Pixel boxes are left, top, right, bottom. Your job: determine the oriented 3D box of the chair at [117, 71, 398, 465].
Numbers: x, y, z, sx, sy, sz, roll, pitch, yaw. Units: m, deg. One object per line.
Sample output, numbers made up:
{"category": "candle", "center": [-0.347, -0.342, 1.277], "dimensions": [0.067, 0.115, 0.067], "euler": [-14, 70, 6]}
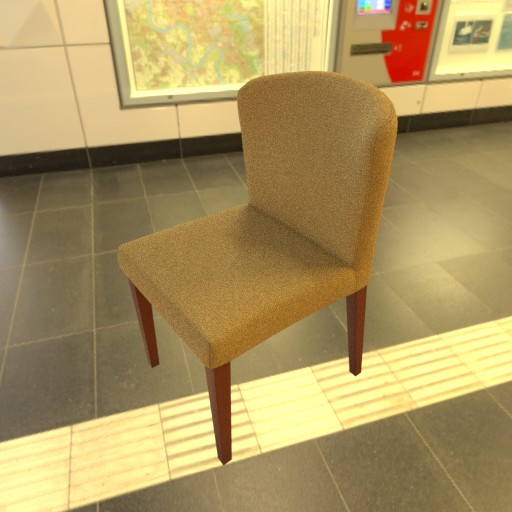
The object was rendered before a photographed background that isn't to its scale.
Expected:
{"category": "chair", "center": [0.000, 0.000, 1.174], "dimensions": [0.589, 0.839, 0.491], "euler": [-23, 40, -30]}
